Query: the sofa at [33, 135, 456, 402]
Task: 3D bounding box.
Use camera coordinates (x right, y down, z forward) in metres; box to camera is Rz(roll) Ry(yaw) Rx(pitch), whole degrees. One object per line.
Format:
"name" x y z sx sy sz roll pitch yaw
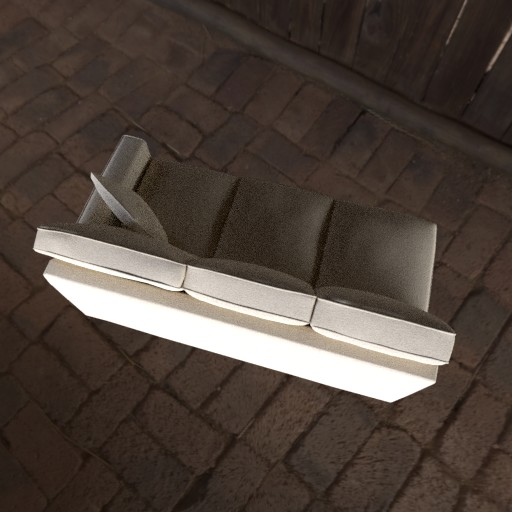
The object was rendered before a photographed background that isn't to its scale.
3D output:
"sofa" 0.000 0.000 2.516 1.963 0.946 1.034 15 65 7
